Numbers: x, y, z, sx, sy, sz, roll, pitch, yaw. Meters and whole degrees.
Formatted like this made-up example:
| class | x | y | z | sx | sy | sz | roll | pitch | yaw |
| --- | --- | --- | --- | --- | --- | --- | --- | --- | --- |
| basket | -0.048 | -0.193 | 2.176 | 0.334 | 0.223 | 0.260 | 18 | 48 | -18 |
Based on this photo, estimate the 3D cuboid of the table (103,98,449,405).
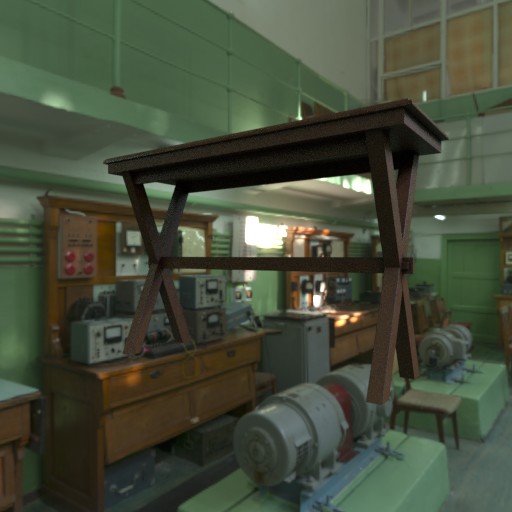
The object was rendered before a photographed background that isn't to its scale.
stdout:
| class | x | y | z | sx | sy | sz | roll | pitch | yaw |
| --- | --- | --- | --- | --- | --- | --- | --- | --- | --- |
| table | 0.000 | 0.000 | 1.571 | 1.197 | 0.763 | 0.399 | 0 | 0 | 35 |
